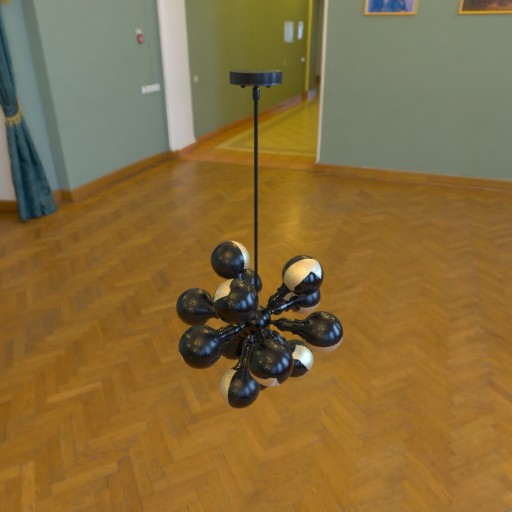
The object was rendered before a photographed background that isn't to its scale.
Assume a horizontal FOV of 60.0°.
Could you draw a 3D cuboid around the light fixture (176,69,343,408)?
[{"bbox_3d":[0.000,0.000,1.111,0.468,0.859,0.420,9,28,17],"label":"light fixture"}]
